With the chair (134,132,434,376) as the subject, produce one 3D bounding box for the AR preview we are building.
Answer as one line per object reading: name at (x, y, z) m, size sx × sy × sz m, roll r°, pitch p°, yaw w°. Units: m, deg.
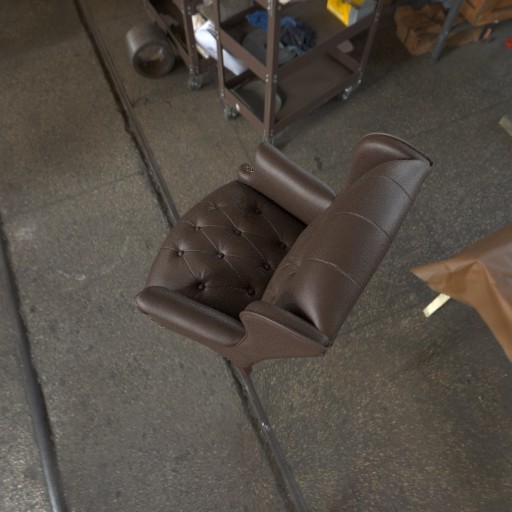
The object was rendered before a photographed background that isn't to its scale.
chair at (0.000, 0.000, 1.683) m, size 0.819 × 1.132 × 0.829 m, roll 30°, pitch 67°, yaw 14°
